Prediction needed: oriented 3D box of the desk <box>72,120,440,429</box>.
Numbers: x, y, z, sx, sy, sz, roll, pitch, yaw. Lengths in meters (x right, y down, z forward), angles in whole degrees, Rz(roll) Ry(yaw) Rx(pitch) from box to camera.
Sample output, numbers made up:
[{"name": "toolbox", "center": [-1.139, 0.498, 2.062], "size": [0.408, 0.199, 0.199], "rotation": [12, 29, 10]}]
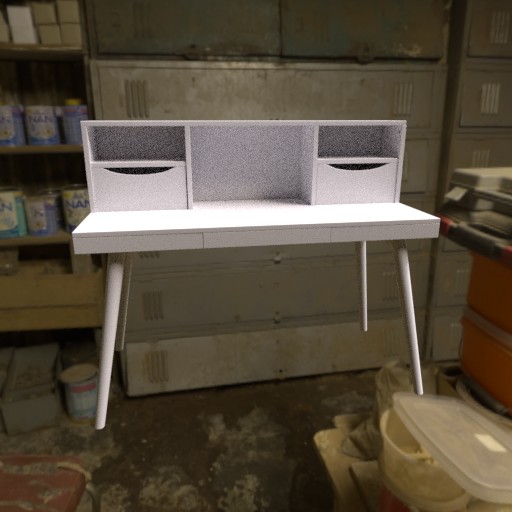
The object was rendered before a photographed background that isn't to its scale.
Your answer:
[{"name": "desk", "center": [0.000, 0.000, 1.699], "size": [1.199, 0.990, 0.559], "rotation": [-3, 18, -9]}]
